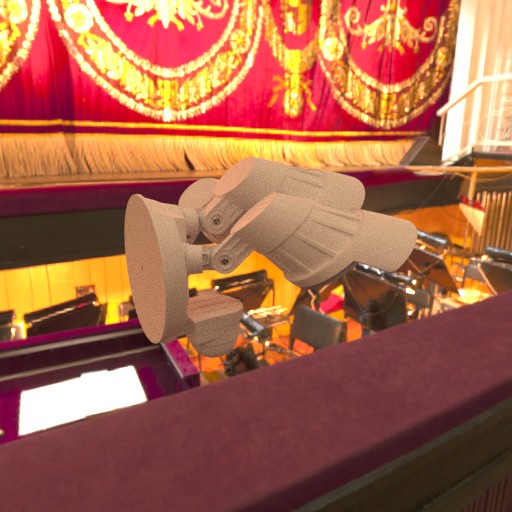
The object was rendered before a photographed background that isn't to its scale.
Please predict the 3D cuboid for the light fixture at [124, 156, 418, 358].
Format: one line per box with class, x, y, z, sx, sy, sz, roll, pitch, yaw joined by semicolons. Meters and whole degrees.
light fixture;0.000;0.000;0.542;0.278;0.237;0.369;-8;18;-28
